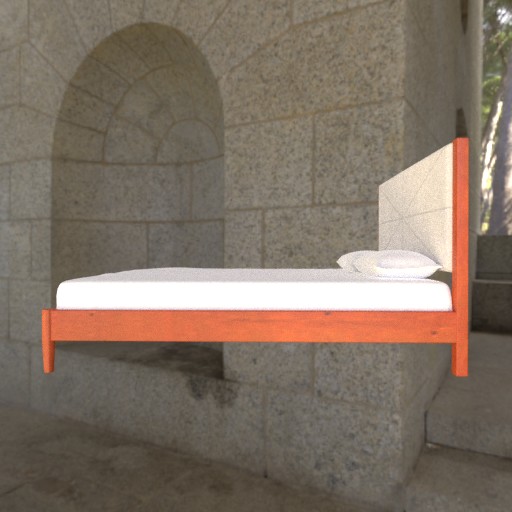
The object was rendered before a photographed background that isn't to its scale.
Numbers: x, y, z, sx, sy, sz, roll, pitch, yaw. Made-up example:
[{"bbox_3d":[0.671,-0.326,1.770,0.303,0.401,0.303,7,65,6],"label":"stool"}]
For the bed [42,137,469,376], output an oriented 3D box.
[{"bbox_3d":[0.000,0.000,2.964,2.117,1.165,1.566,0,0,2],"label":"bed"}]
